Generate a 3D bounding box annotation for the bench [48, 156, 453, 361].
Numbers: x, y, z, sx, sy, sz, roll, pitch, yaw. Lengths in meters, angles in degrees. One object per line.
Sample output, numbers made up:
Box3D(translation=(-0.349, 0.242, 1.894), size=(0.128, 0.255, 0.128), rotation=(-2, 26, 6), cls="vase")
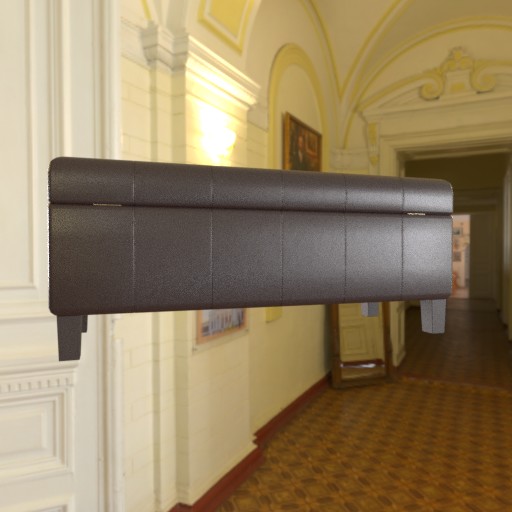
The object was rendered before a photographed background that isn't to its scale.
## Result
Box3D(translation=(0.000, 0.000, 1.331), size=(1.092, 0.457, 0.429), rotation=(0, 1, -18), cls="bench")
